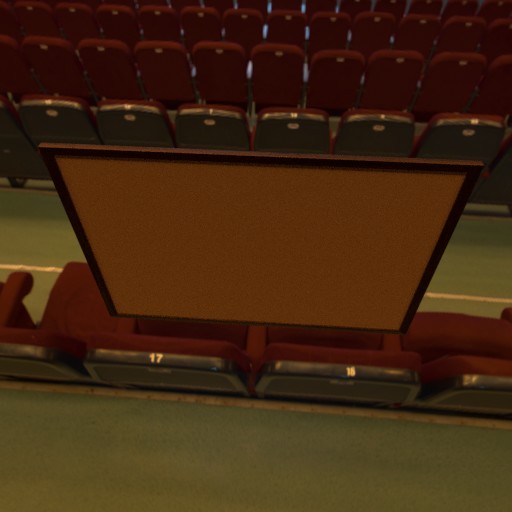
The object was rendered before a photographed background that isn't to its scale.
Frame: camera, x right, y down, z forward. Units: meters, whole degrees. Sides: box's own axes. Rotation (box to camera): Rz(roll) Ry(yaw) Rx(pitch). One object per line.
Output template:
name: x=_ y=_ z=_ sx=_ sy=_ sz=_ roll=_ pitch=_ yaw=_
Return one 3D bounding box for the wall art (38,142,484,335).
wall art: x=0.000 y=0.000 z=1.020 sx=0.816 sy=0.559 sz=0.014 roll=3 pitch=48 yaw=3
